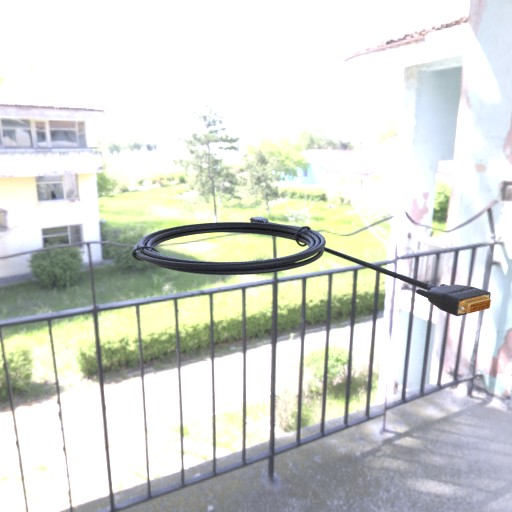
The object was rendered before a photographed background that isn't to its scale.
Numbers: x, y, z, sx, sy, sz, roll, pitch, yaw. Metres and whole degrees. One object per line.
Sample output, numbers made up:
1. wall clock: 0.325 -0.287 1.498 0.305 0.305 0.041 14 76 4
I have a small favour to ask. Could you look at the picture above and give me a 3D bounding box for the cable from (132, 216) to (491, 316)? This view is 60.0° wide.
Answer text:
1. cable: 0.000 0.000 0.510 0.257 0.030 0.422 -8 17 -26
